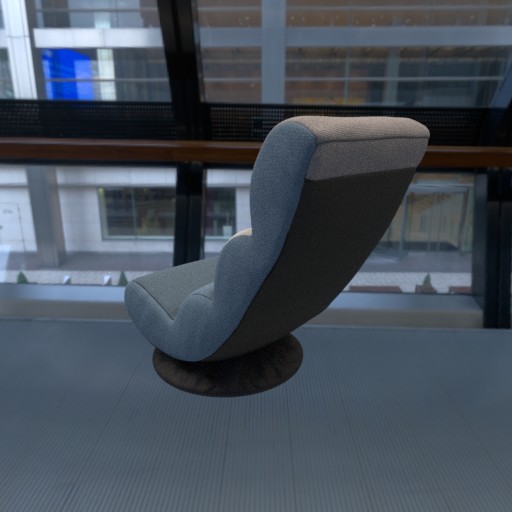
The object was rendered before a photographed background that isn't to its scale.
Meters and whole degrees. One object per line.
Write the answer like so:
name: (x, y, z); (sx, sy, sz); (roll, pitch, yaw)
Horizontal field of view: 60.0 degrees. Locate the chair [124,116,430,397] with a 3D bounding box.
chair: (0.000, 0.000, 1.081); (0.420, 0.641, 0.661); (-15, 22, -42)
